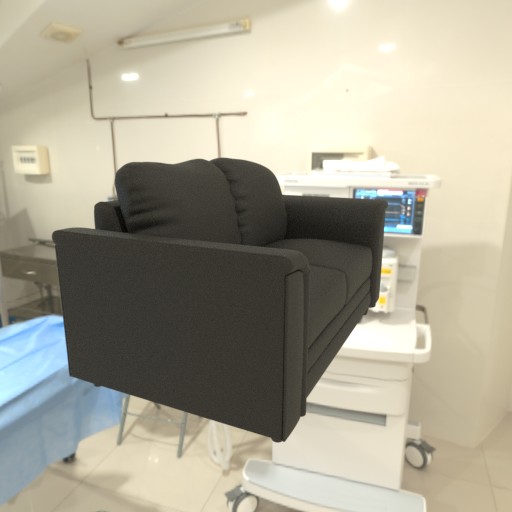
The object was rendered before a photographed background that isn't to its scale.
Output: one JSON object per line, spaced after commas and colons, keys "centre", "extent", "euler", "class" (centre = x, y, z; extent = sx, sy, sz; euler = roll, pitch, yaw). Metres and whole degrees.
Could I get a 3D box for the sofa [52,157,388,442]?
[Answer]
{"centre": [0.000, 0.000, 1.969], "extent": [0.887, 0.845, 1.386], "euler": [7, 15, 25], "class": "sofa"}
